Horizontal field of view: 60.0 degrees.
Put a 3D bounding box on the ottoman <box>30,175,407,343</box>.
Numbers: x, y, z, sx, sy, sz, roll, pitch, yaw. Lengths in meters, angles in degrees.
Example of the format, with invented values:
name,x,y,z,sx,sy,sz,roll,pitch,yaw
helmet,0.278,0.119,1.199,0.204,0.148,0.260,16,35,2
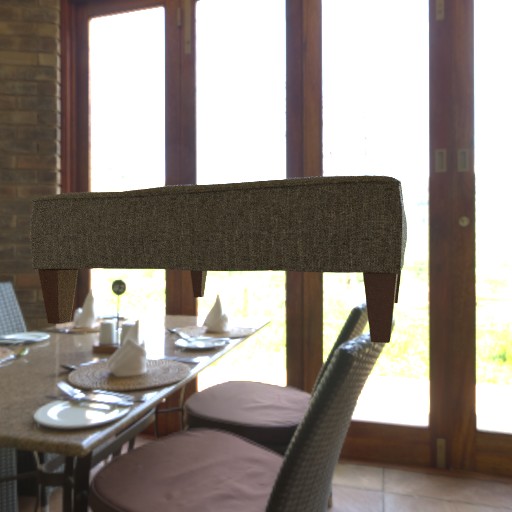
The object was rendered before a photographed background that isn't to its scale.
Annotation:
name,x,y,z,sx,sy,sz,roll,pitch,yaw
ottoman,0.000,0.000,1.518,0.981,0.379,1.016,0,0,19
